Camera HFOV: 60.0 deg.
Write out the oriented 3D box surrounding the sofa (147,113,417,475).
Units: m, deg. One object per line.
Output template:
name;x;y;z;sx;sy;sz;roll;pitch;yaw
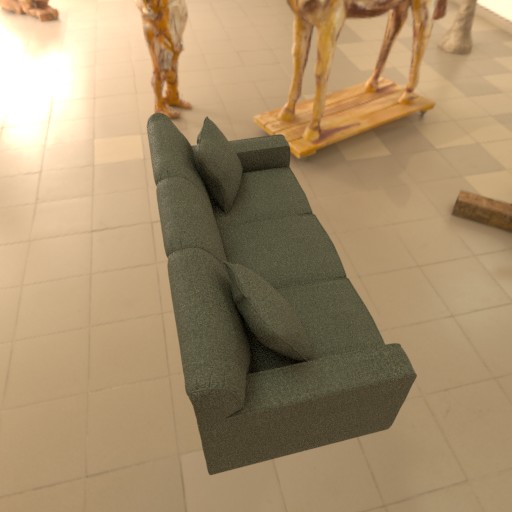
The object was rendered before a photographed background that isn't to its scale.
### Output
sofa;0.000;0.000;2.595;0.997;0.958;2.024;-10;46;-10
